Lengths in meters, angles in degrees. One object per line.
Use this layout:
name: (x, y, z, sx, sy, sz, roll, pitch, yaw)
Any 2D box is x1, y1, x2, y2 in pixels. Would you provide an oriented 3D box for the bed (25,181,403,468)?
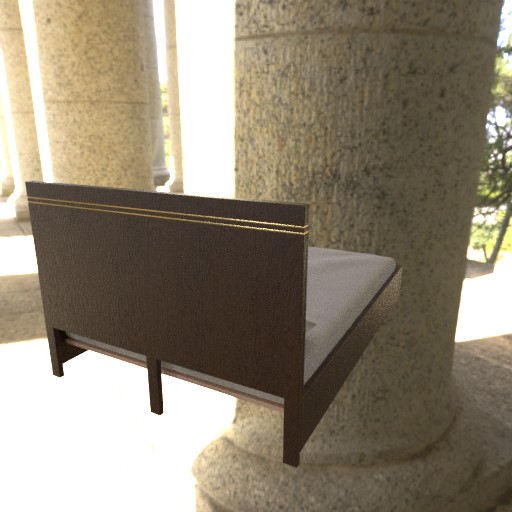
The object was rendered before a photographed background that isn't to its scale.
bed: (0.000, 0.000, 3.105, 1.613, 1.169, 2.221, 9, 18, 27)
